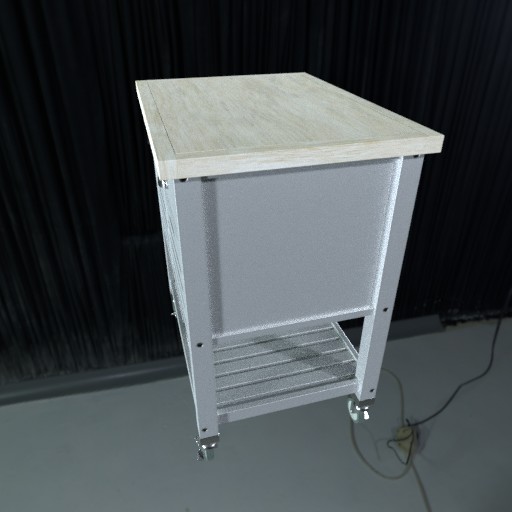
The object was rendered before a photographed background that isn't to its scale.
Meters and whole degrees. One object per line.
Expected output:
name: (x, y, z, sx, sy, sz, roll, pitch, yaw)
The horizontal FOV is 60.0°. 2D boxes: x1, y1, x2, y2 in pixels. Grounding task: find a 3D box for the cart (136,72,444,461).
cart: (0.000, 0.000, 1.361, 0.559, 0.914, 0.762, -8, 32, -13)
